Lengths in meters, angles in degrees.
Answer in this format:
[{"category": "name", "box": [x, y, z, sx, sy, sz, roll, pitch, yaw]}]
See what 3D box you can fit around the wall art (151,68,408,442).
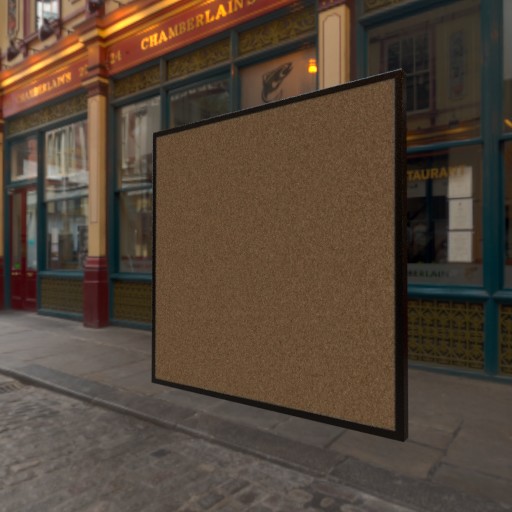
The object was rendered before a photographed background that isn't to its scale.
[{"category": "wall art", "box": [0.000, 0.000, 0.522, 0.349, 0.349, 0.014, -1, -1, 36]}]
